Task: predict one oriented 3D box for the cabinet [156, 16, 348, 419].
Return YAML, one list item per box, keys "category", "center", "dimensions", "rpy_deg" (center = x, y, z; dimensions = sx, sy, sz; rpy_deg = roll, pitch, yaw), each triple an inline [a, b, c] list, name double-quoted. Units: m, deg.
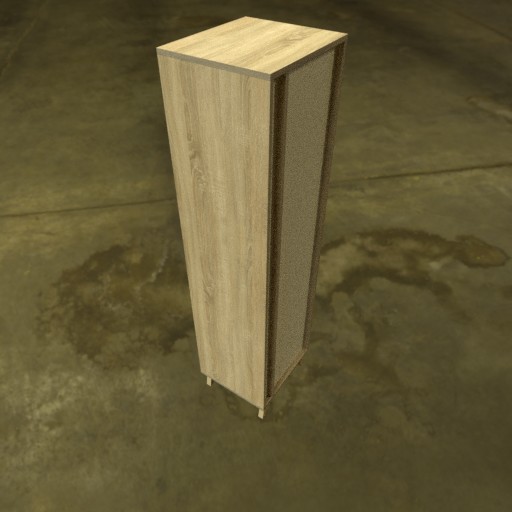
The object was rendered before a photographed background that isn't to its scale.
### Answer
- category: "cabinet"
  center: [0.000, 0.000, 2.166]
  dimensions: [0.450, 1.960, 0.510]
  rpy_deg: [24, 46, 25]
